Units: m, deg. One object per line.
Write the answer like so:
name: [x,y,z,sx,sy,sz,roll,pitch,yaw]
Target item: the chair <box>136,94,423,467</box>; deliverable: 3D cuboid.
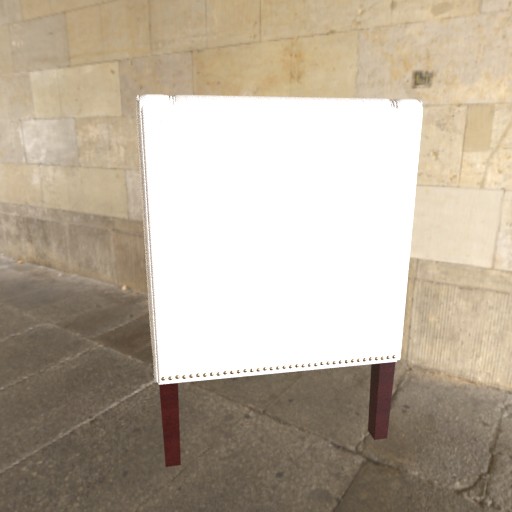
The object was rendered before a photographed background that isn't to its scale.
chair: [0.000,0.000,1.370,0.628,0.872,0.748,-3,15,-10]
